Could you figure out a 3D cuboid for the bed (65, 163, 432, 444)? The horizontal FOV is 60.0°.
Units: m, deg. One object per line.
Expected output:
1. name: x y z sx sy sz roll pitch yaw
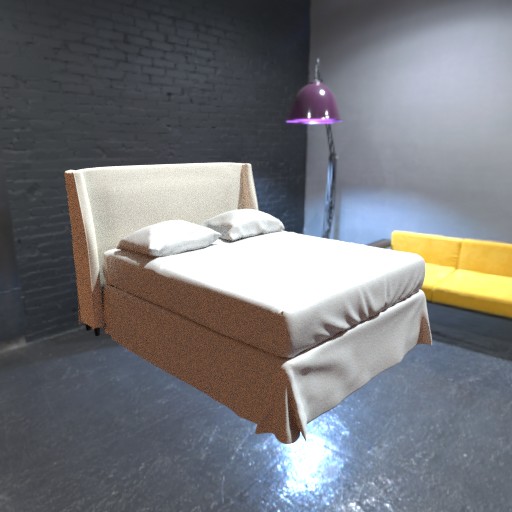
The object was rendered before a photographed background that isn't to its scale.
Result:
1. bed: 0.000 0.000 3.444 2.276 1.332 1.925 13 19 42
